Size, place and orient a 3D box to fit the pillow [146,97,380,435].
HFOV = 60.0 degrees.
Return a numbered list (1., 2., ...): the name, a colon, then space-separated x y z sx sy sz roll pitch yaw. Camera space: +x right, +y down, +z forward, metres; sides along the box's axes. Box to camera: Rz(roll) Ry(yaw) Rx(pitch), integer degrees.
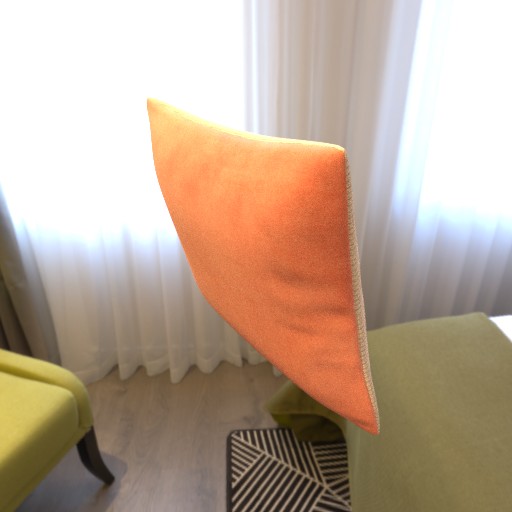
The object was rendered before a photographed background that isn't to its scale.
1. pillow: 0.000 0.000 0.637 0.177 0.401 0.424 -17 31 -30
